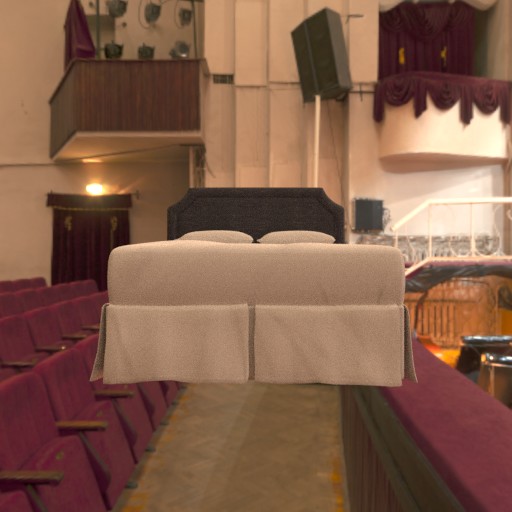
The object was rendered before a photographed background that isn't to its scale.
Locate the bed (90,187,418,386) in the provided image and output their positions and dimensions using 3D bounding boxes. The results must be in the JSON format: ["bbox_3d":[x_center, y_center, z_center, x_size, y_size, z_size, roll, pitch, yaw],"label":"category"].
[{"bbox_3d":[0.000,0.000,3.209,1.693,1.290,2.116,0,0,0],"label":"bed"}]
